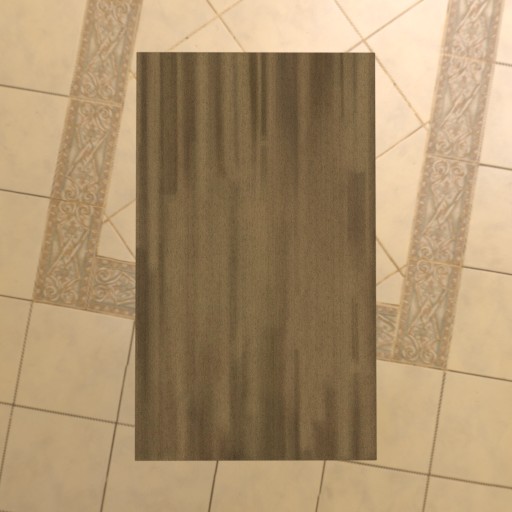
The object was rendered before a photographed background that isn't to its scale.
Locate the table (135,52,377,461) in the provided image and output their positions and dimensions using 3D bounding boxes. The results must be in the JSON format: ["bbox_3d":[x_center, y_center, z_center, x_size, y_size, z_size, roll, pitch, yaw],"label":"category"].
[{"bbox_3d":[0.000,0.000,1.351,0.643,0.347,1.088,0,89,0],"label":"table"}]
